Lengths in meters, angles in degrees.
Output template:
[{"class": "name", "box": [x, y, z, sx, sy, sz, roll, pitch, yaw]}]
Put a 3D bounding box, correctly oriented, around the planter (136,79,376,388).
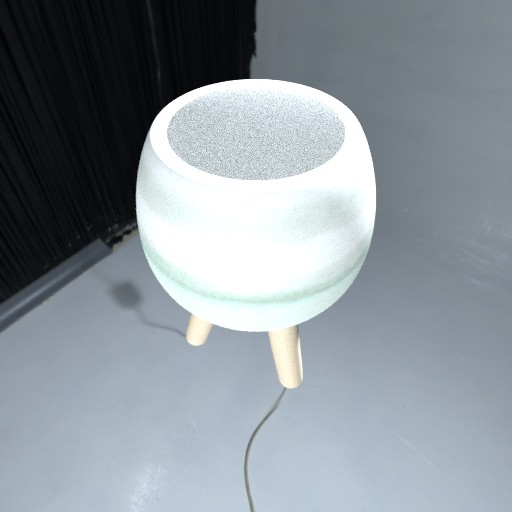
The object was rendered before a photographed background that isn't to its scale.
[{"class": "planter", "box": [0.000, 0.000, 0.343, 0.161, 0.224, 0.161, 0, 47, 0]}]
